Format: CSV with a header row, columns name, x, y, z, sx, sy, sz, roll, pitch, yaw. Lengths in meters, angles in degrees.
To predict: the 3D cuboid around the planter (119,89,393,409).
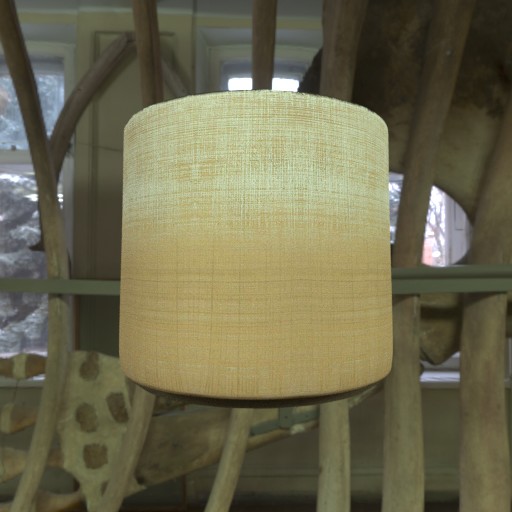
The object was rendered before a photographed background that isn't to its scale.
name,x,y,z,sx,sy,sz,roll,pitch,yaw
planter,0.000,0.000,0.376,0.221,0.201,0.221,0,-2,0
